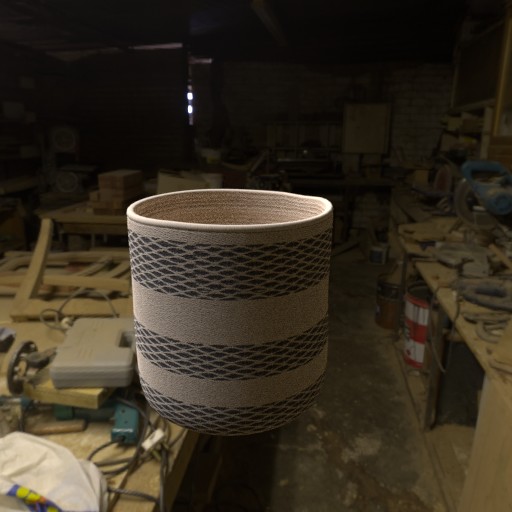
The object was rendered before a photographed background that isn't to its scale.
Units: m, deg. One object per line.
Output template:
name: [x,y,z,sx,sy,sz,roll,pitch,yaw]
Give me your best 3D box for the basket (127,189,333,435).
basket: [0.000,0.000,1.079,0.351,0.356,0.917,2,16,8]
